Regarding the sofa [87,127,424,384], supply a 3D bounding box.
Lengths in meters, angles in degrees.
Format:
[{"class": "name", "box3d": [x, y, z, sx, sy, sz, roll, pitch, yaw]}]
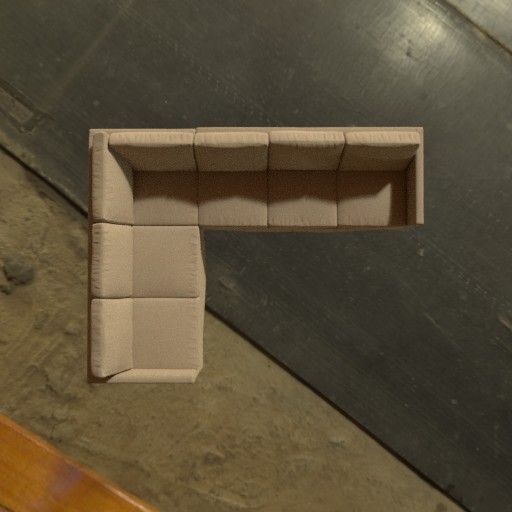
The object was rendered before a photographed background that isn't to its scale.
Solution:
[{"class": "sofa", "box3d": [0.000, 0.000, 4.419, 3.182, 0.871, 2.432, 0, 89, 0]}]
